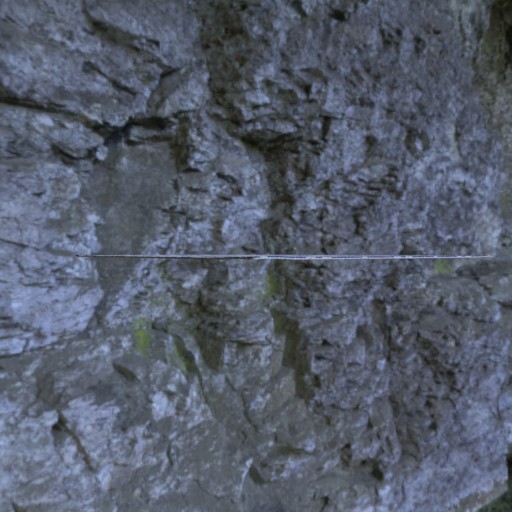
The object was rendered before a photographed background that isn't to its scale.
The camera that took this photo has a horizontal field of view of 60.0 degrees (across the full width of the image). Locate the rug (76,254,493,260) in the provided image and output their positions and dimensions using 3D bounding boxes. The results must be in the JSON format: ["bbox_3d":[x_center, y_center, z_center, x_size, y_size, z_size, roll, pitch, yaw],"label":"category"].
[{"bbox_3d":[0.000,0.000,4.183,2.443,0.024,3.228,0,0,-37],"label":"rug"}]
